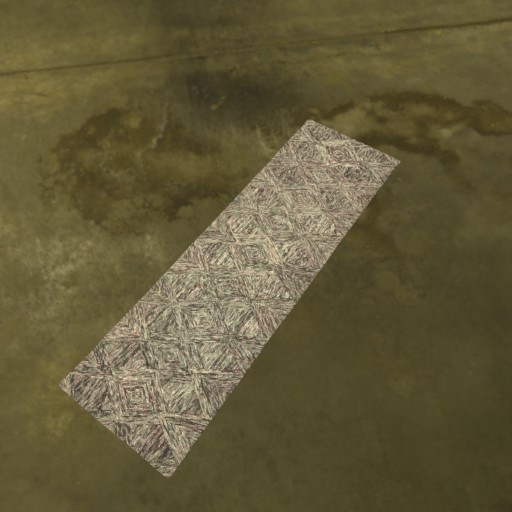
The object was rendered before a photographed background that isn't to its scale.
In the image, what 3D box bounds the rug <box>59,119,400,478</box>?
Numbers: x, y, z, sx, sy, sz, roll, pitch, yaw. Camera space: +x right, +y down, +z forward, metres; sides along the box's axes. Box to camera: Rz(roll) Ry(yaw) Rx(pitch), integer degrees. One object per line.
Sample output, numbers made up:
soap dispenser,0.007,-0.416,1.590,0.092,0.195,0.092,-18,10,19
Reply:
rug,0.000,0.000,2.522,0.719,0.013,2.305,31,63,18
